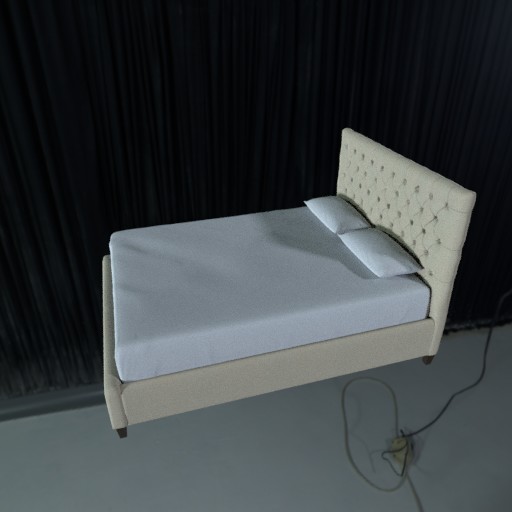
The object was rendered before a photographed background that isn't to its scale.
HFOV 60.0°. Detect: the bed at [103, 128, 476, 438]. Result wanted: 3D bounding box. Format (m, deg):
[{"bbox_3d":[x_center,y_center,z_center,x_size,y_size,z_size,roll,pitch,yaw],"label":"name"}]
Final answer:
[{"bbox_3d":[0.000,0.000,3.461,2.387,1.427,1.698,-9,31,-15],"label":"bed"}]
